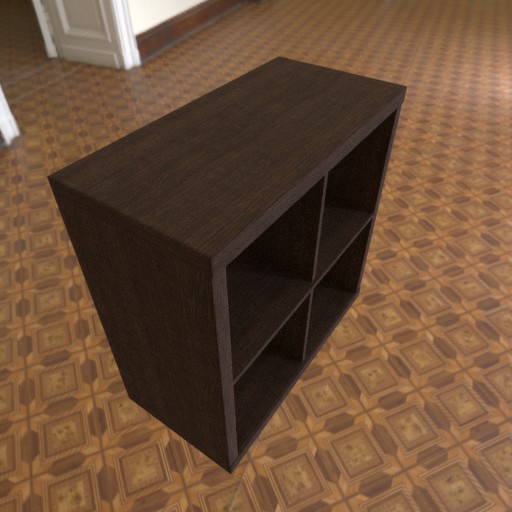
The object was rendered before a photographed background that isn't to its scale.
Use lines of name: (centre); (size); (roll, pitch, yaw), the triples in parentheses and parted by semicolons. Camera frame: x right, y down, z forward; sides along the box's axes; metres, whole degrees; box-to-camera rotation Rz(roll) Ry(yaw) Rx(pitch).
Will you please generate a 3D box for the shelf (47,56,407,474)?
shelf: (0.000, 0.000, 1.240); (0.390, 0.786, 0.790); (25, 48, 25)
